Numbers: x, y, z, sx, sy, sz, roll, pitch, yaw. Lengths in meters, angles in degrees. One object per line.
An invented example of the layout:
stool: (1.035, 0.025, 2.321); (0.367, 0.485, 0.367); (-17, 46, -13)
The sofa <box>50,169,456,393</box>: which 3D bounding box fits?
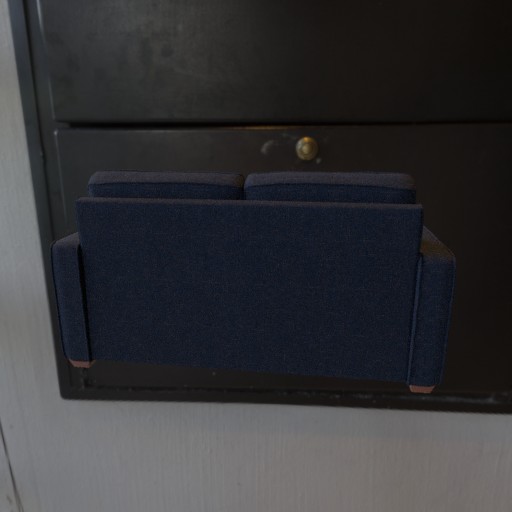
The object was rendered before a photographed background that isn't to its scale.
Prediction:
sofa: (0.000, 0.000, 2.277); (1.709, 0.918, 0.947); (2, 16, 8)
